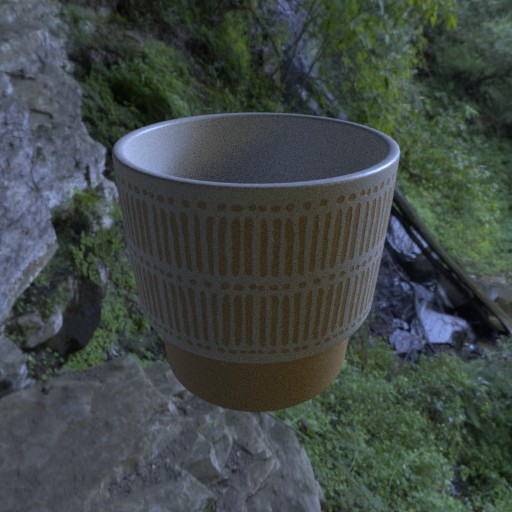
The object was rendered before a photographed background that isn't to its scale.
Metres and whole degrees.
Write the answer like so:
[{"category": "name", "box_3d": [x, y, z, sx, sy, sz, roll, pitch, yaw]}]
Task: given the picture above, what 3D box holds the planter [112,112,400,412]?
[{"category": "planter", "box_3d": [0.000, 0.000, 0.577, 0.317, 0.303, 0.317, 0, 29, 0]}]
